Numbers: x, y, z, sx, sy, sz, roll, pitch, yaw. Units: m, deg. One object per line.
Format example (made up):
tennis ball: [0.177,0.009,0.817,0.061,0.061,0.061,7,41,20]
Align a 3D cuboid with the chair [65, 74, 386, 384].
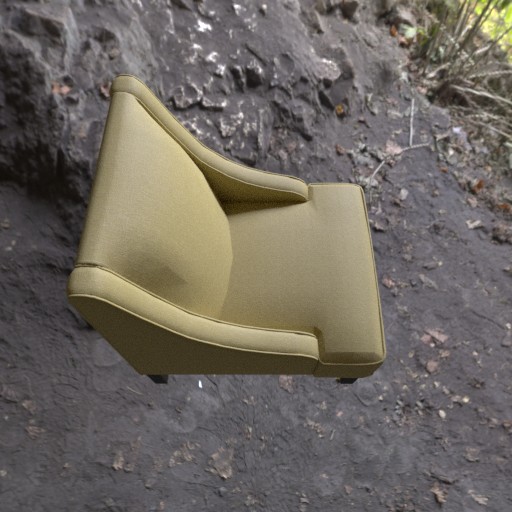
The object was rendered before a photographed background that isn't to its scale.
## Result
chair: [0.000,0.000,1.464,0.814,0.896,0.696,0,62,0]
